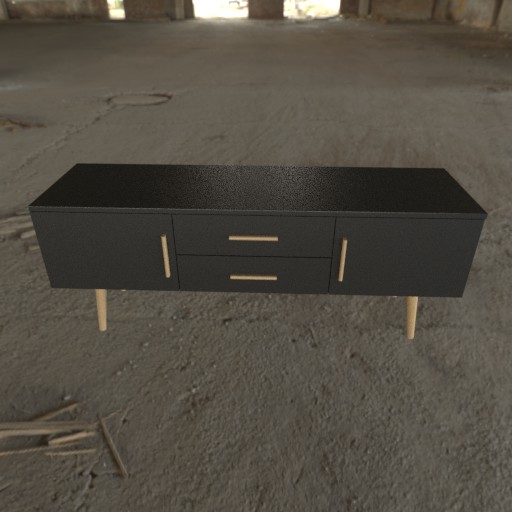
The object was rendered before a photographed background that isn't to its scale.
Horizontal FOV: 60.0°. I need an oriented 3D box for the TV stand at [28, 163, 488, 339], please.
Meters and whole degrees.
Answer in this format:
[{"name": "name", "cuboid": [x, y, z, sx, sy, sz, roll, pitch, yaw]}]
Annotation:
[{"name": "TV stand", "cuboid": [0.000, 0.000, 1.547, 1.312, 0.518, 0.390, 1, 31, 2]}]
